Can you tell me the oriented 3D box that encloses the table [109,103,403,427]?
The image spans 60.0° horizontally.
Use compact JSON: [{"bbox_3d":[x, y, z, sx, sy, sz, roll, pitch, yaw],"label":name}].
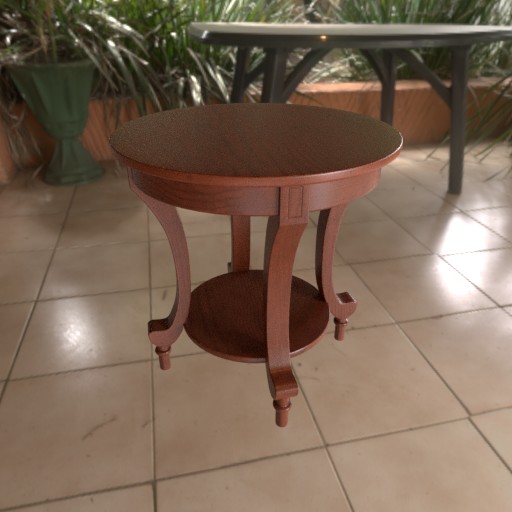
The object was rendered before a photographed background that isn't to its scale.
[{"bbox_3d":[0.000,0.000,1.085,0.597,0.612,0.597,0,29,0],"label":"table"}]
